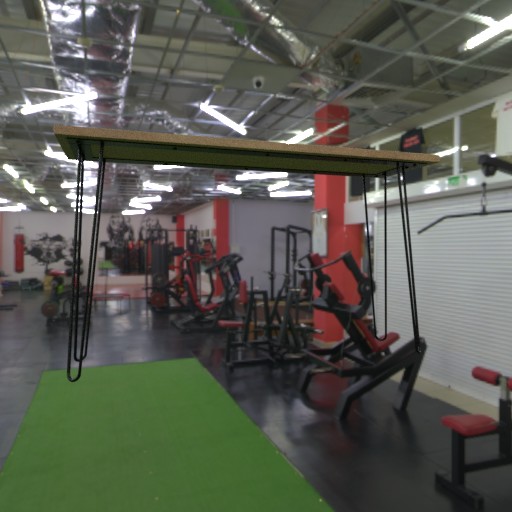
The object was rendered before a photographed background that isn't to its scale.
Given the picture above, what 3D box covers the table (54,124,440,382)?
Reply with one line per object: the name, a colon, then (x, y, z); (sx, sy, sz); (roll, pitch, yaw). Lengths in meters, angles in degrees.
table: (0.000, 0.000, 1.736); (1.400, 0.799, 0.399); (0, 1, -17)
